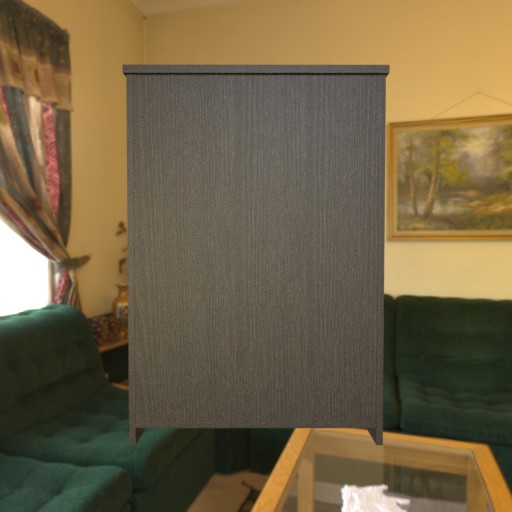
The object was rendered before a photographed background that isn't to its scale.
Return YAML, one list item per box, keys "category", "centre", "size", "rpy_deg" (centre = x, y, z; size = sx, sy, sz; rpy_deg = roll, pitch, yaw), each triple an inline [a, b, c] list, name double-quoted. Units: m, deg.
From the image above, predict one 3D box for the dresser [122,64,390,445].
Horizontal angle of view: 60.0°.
- category: "dresser"
  centre: [0.000, 0.000, 1.381]
  size: [0.704, 1.020, 0.399]
  rpy_deg: [0, 2, 0]
